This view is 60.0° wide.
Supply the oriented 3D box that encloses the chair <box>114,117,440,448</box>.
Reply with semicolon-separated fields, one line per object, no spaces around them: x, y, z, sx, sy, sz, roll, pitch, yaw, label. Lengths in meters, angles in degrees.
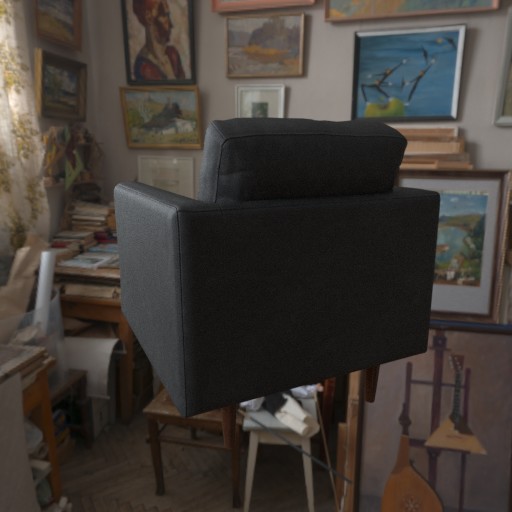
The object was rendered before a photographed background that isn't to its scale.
0.000;0.000;1.564;0.831;0.898;0.879;-7;15;-25;chair
